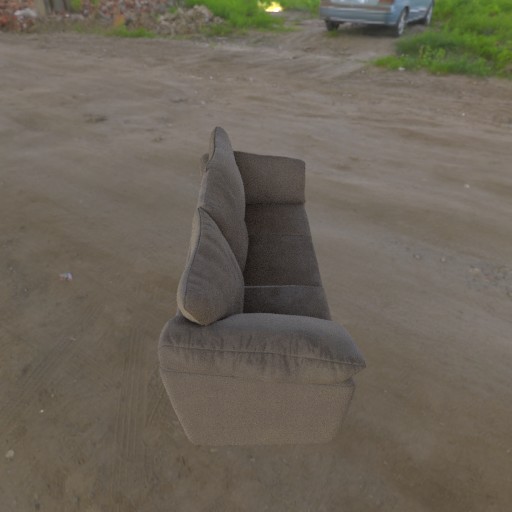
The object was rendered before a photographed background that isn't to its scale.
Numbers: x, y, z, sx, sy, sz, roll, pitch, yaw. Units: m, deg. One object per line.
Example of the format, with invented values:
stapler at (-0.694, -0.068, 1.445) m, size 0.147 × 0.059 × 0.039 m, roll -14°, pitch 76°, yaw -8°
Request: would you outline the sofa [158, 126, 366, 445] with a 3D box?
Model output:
sofa at (0.000, 0.000, 2.897) m, size 0.878 × 1.073 × 2.336 m, roll -1°, pitch 34°, yaw -1°
